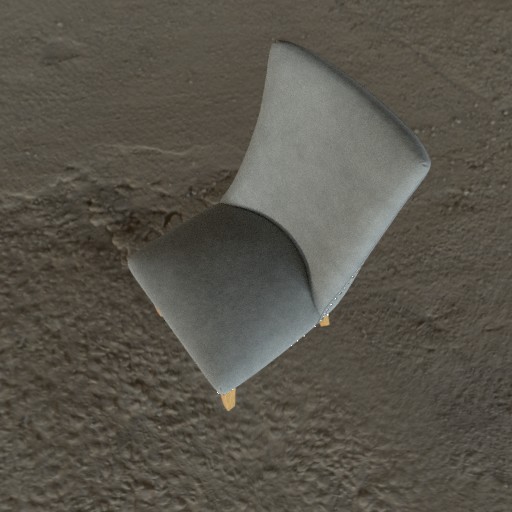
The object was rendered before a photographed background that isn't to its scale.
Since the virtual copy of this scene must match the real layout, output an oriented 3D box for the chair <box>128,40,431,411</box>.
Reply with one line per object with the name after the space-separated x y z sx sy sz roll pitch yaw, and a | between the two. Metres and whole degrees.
0.000 0.000 1.264 0.610 0.902 0.495 -34 67 -17 | chair
